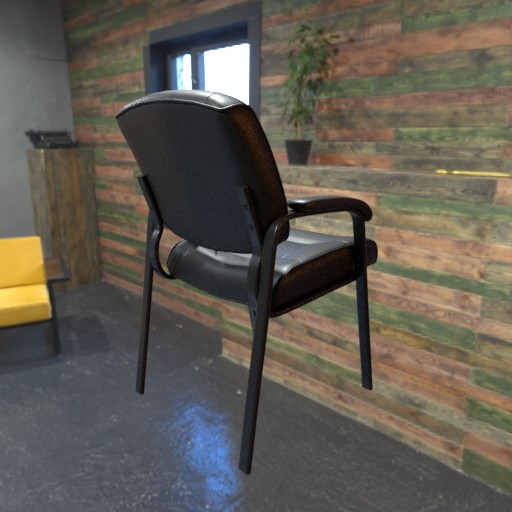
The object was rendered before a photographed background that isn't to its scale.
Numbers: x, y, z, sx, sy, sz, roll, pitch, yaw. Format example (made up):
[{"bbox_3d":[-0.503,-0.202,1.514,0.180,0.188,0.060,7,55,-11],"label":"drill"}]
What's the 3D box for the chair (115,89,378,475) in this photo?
[{"bbox_3d":[0.000,0.000,1.354,0.668,0.910,0.591,-14,20,-43],"label":"chair"}]
